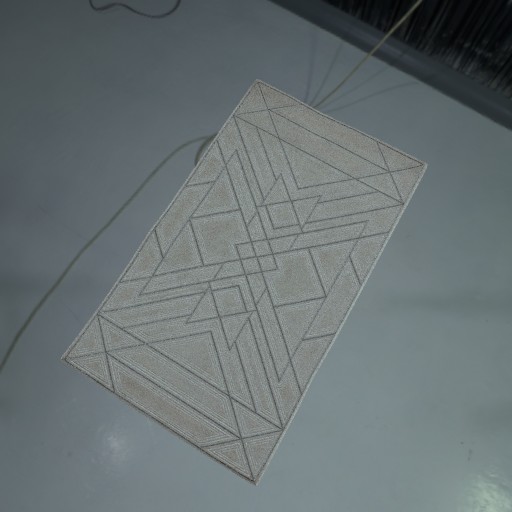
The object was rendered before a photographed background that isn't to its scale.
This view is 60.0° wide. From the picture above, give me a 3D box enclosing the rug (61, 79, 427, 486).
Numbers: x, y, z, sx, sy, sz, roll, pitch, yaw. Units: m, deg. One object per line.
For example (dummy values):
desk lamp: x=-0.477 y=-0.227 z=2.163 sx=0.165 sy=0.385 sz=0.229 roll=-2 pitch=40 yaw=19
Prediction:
rug: x=0.000 y=0.000 z=1.064 sx=0.511 sy=0.008 sz=0.869 roll=30 pitch=76 yaw=8
